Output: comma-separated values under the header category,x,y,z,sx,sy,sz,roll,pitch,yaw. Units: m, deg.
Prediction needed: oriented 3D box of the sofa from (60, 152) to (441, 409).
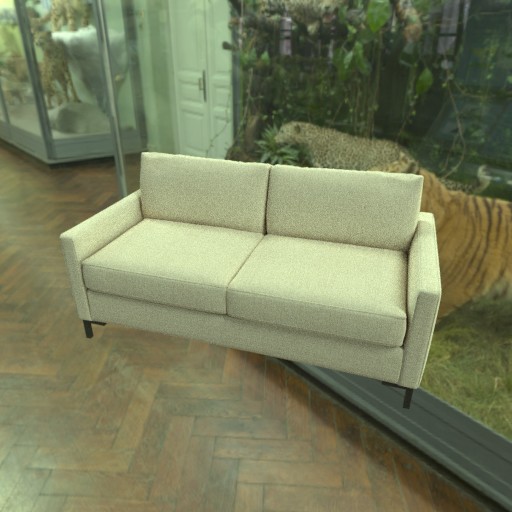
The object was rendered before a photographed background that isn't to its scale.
category,x,y,z,sx,sy,sz,roll,pitch,yaw
sofa,0.000,0.000,2.183,1.651,0.812,0.839,8,28,16
